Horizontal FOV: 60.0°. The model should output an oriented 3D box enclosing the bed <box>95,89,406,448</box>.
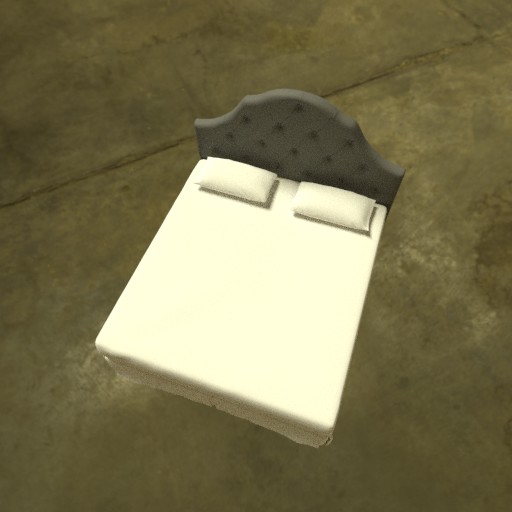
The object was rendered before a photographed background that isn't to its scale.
[{"bbox_3d":[0.000,0.000,3.627,2.008,1.615,2.214,16,59,10],"label":"bed"}]
